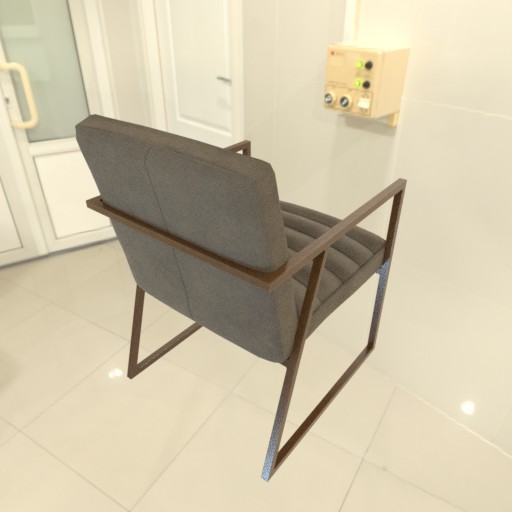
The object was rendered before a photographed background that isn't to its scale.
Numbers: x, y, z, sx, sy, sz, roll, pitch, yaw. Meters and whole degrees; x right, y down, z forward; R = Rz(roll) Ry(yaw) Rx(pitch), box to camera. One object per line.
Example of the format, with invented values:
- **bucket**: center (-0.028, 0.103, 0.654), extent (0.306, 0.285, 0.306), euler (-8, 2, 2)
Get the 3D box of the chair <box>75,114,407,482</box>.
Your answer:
- **chair**: center (0.000, 0.000, 1.278), extent (0.578, 0.843, 0.682), euler (23, 39, 32)
